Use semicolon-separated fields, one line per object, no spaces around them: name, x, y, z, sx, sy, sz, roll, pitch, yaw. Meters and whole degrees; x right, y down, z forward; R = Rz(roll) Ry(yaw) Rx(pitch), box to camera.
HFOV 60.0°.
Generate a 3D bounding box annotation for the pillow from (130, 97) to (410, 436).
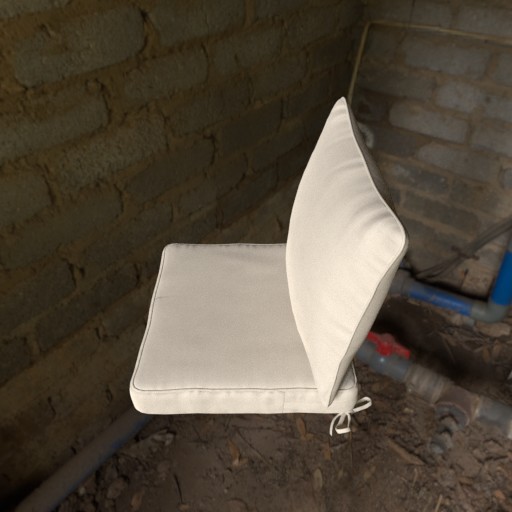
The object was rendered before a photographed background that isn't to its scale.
pillow;0.000;0.000;1.356;0.733;0.716;0.798;0;40;0
